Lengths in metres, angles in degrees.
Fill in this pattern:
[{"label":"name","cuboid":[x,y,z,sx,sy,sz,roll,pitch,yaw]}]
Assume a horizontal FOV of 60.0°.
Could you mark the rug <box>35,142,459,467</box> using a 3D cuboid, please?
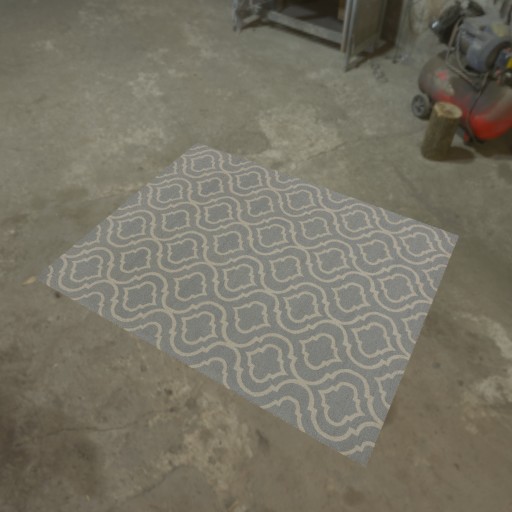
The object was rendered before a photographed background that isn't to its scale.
[{"label":"rug","cuboid":[0.000,0.000,3.828,2.892,0.006,2.283,24,52,20]}]
